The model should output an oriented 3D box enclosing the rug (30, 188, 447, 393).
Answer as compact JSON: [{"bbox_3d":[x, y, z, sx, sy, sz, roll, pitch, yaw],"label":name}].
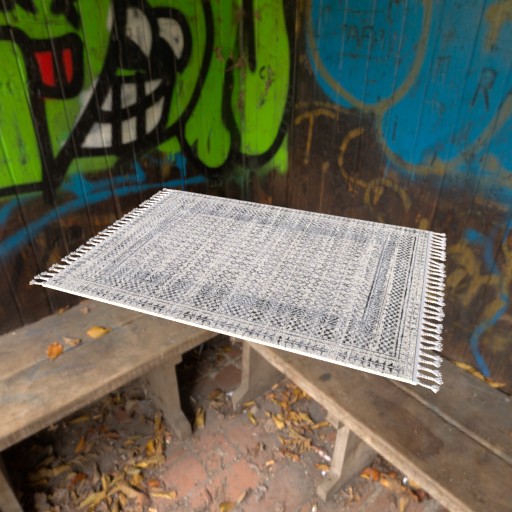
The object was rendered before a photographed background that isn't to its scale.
[{"bbox_3d":[0.000,0.000,2.316,1.872,0.013,1.243,11,33,18],"label":"rug"}]
